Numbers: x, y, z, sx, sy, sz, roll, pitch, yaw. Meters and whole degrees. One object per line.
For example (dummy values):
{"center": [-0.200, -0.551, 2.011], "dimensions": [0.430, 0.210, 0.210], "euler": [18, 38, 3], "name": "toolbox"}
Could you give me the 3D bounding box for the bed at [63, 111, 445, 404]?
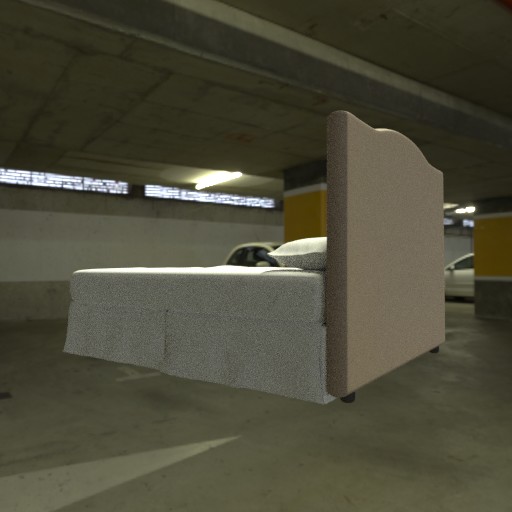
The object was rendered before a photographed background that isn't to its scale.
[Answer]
{"center": [0.000, 0.000, 3.348], "dimensions": [2.282, 1.436, 1.821], "euler": [-1, -2, 37], "name": "bed"}
